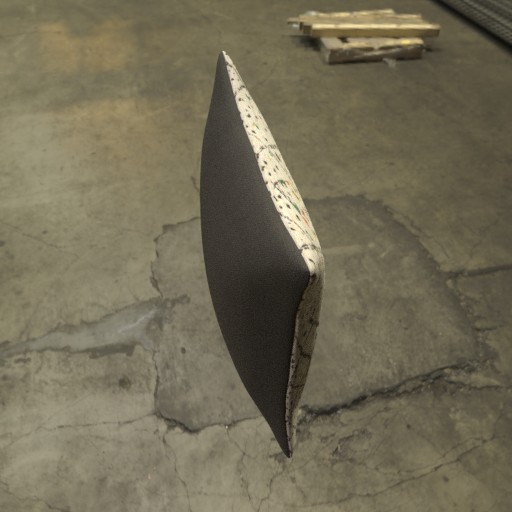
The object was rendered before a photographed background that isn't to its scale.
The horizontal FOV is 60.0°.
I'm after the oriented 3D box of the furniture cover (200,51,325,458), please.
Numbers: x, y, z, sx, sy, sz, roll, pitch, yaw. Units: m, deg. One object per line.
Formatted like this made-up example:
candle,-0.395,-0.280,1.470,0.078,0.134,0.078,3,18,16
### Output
furniture cover,0.000,0.000,0.770,0.180,0.498,0.525,-9,47,-8
